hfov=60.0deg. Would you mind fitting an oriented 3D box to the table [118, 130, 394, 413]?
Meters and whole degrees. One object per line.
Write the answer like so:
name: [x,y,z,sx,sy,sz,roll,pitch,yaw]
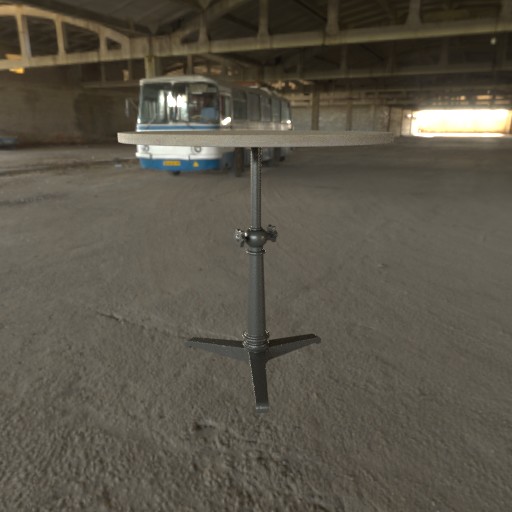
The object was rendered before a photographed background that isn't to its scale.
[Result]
table: [0.000,0.000,1.447,0.800,0.780,0.800,0,17,0]
